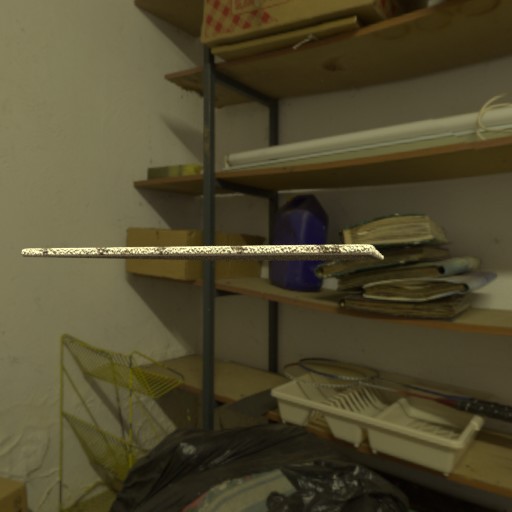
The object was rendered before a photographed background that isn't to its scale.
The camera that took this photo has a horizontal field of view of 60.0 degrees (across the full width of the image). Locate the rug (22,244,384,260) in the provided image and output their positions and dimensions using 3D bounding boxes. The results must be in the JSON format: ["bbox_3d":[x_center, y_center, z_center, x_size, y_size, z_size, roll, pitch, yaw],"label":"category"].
[{"bbox_3d":[0.000,0.000,2.250,1.219,0.030,1.778,0,-1,17],"label":"rug"}]
